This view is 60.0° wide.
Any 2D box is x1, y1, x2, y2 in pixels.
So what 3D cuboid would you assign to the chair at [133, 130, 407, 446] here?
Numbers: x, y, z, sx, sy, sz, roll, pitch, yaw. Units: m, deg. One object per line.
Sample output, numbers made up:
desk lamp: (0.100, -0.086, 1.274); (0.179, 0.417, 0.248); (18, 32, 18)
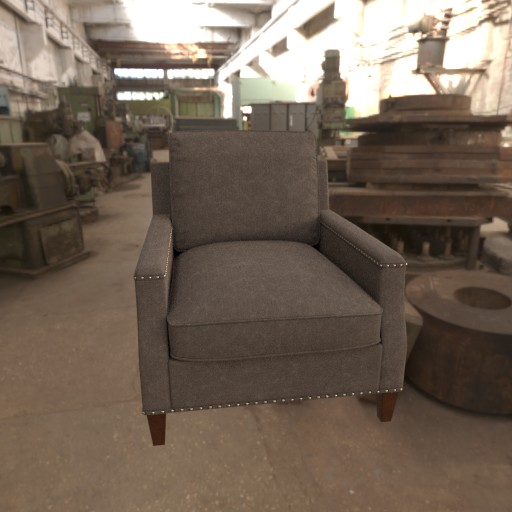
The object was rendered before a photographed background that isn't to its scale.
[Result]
chair: (0.000, 0.000, 1.758); (0.853, 0.948, 1.014); (-3, 17, -8)
